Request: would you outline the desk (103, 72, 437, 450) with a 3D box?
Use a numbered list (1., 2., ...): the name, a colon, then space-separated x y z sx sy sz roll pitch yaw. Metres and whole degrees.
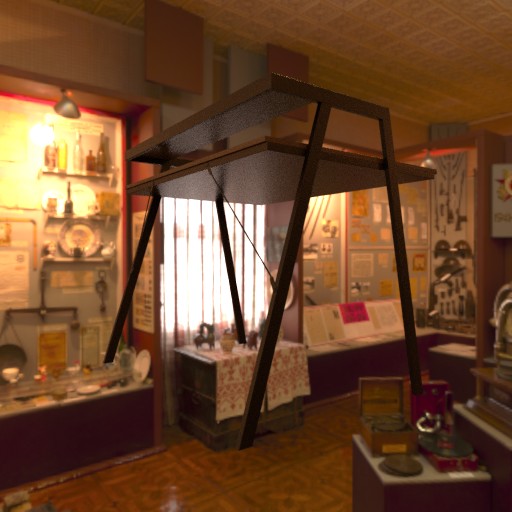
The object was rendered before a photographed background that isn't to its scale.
1. desk: 0.000 0.000 1.875 0.936 0.998 1.143 0 0 -36
